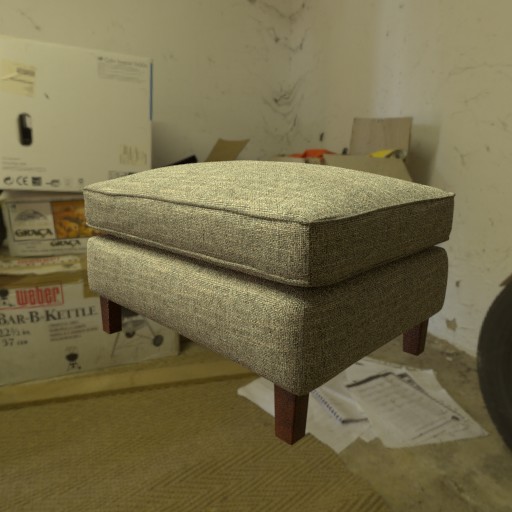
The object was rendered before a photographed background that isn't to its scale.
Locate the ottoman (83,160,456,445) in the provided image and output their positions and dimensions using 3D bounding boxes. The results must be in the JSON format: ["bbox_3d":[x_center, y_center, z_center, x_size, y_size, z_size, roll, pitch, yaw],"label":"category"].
[{"bbox_3d":[0.000,0.000,0.972,0.508,0.406,0.686,-14,19,-43],"label":"ottoman"}]
